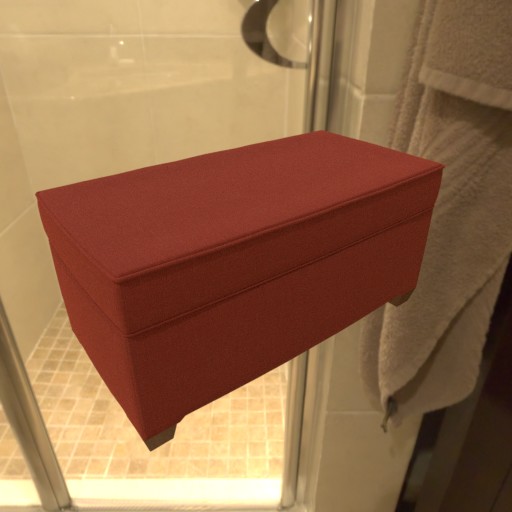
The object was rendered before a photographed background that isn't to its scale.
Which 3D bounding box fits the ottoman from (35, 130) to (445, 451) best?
[{"bbox_3d":[0.000,0.000,1.204,0.948,0.454,0.497,-21,36,-32],"label":"ottoman"}]
